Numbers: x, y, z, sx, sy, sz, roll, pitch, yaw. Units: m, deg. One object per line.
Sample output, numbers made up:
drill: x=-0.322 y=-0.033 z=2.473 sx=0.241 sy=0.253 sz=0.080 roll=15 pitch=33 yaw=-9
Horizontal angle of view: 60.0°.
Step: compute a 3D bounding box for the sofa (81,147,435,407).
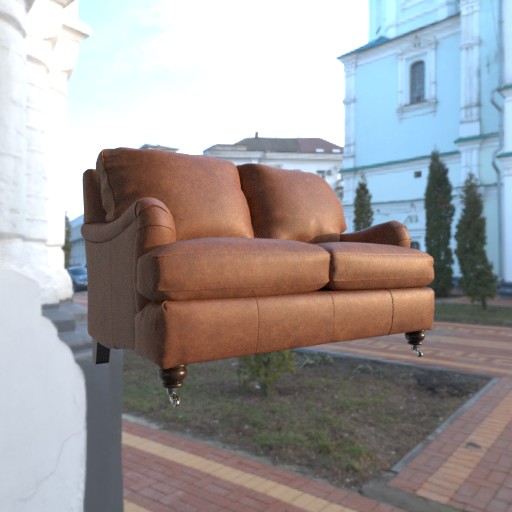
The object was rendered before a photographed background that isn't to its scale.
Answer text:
sofa: x=0.000 y=0.000 z=2.212 sx=1.527 sy=1.004 sz=1.077 roll=1 pitch=-1 yaw=-36
